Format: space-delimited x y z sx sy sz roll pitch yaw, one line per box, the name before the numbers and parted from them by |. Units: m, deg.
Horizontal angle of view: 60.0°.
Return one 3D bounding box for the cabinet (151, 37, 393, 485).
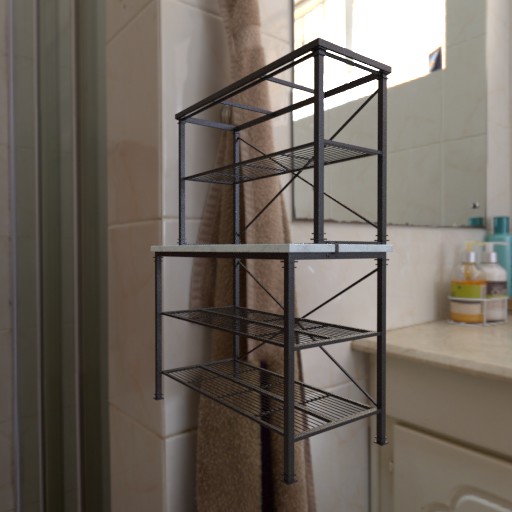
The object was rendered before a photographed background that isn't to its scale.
cabinet | 0.000 0.000 2.242 0.610 1.659 1.210 -1 1 -37
